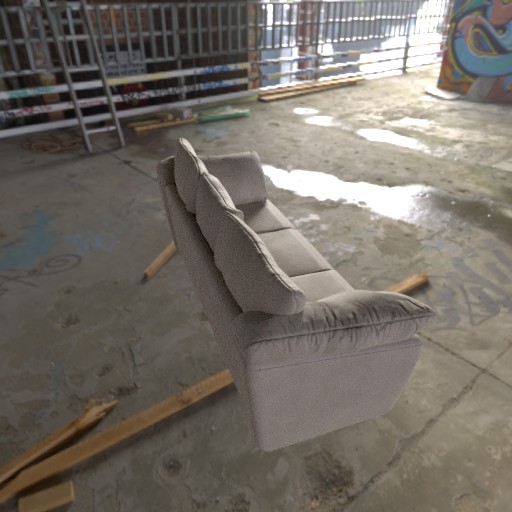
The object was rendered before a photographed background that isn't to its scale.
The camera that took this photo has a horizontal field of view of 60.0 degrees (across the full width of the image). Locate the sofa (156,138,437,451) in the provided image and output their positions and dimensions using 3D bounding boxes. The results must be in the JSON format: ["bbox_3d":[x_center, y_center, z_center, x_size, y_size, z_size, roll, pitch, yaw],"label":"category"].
[{"bbox_3d":[0.000,0.000,2.842,0.878,0.996,2.334,-11,33,-17],"label":"sofa"}]
